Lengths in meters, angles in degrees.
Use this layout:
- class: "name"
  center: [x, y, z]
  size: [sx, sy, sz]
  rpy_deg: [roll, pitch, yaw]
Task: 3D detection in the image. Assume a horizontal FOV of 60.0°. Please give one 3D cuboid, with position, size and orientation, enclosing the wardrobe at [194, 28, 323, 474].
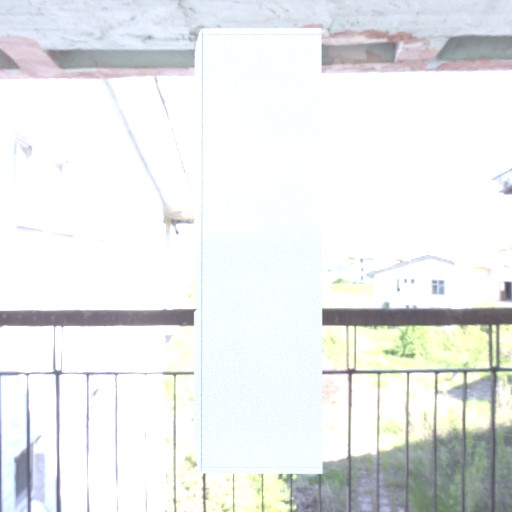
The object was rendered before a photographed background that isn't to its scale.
- class: "wardrobe"
  center: [0.000, 0.000, 1.848]
  size: [0.360, 1.200, 1.340]
  rpy_deg: [0, -1, 0]
